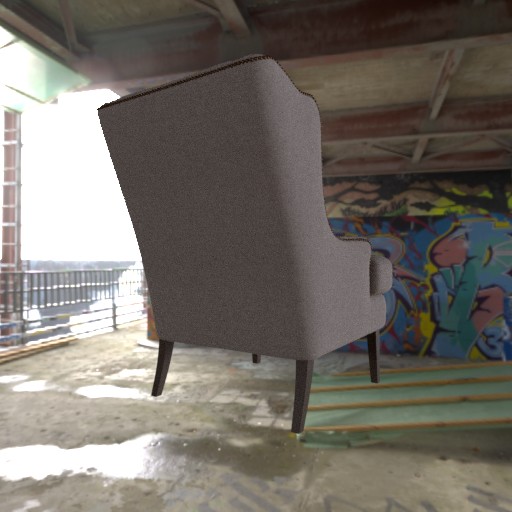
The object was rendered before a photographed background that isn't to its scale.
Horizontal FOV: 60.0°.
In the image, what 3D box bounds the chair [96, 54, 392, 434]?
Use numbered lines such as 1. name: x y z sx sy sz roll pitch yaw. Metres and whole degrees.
1. chair: 0.000 0.000 1.641 0.737 1.029 0.940 0 -1 35
